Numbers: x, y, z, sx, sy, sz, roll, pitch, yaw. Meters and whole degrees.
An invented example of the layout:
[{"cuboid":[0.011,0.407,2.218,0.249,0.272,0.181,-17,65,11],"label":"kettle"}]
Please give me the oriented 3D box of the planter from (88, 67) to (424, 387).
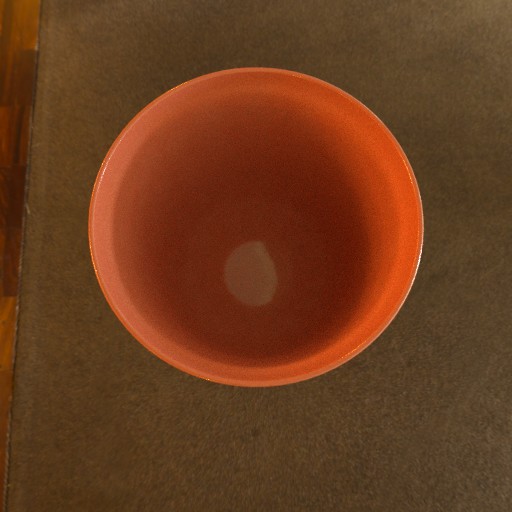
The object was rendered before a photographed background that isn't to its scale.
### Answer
[{"cuboid":[0.000,0.000,0.361,0.195,0.214,0.195,0,76,0],"label":"planter"}]
